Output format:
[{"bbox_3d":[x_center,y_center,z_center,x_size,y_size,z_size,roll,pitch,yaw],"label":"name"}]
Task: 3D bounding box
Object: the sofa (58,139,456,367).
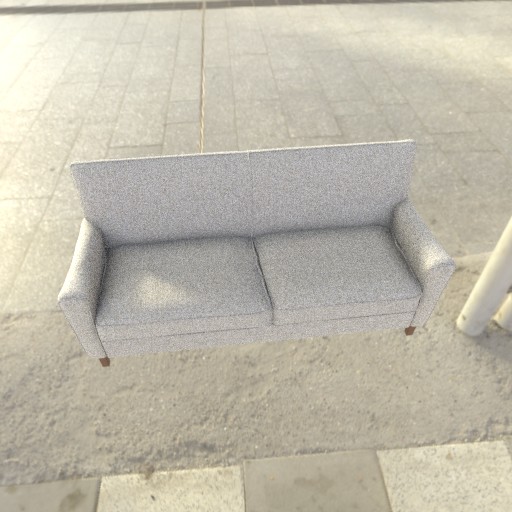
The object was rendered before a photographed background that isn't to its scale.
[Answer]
[{"bbox_3d":[0.000,0.000,2.584,2.026,0.942,0.854,-5,45,-5],"label":"sofa"}]
